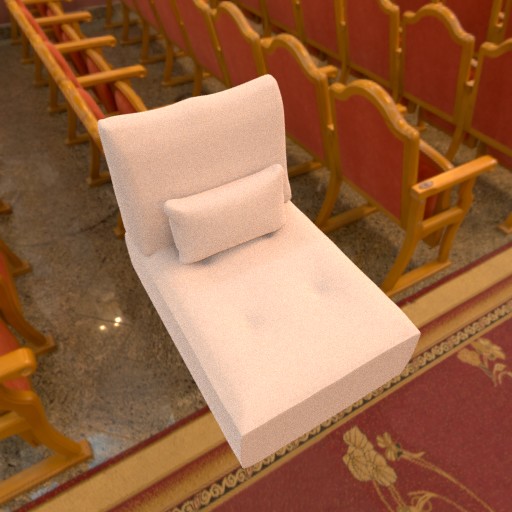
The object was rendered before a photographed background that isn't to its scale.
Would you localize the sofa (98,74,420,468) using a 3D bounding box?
[{"bbox_3d":[0.000,0.000,1.570,0.700,0.820,1.000,-23,51,-21],"label":"sofa"}]
